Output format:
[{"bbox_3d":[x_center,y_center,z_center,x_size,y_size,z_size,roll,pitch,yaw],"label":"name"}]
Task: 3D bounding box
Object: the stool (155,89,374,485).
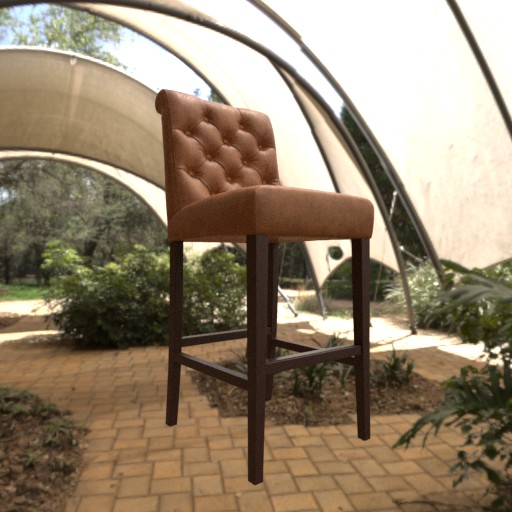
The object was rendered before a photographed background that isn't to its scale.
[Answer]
[{"bbox_3d":[0.000,0.000,1.456,0.493,1.140,0.601,0,0,-38],"label":"stool"}]
